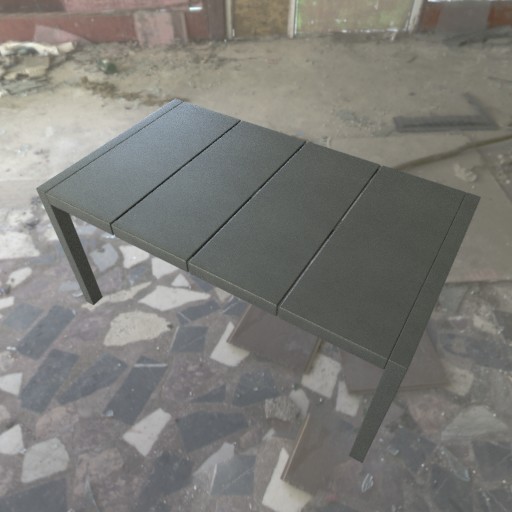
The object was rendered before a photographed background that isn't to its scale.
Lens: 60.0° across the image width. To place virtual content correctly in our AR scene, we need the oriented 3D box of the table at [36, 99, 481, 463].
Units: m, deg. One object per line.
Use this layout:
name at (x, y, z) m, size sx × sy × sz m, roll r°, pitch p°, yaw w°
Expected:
table at (0.000, 0.000, 1.271) m, size 0.965 × 0.460 × 0.559 m, roll 24°, pitch 51°, yaw 21°
